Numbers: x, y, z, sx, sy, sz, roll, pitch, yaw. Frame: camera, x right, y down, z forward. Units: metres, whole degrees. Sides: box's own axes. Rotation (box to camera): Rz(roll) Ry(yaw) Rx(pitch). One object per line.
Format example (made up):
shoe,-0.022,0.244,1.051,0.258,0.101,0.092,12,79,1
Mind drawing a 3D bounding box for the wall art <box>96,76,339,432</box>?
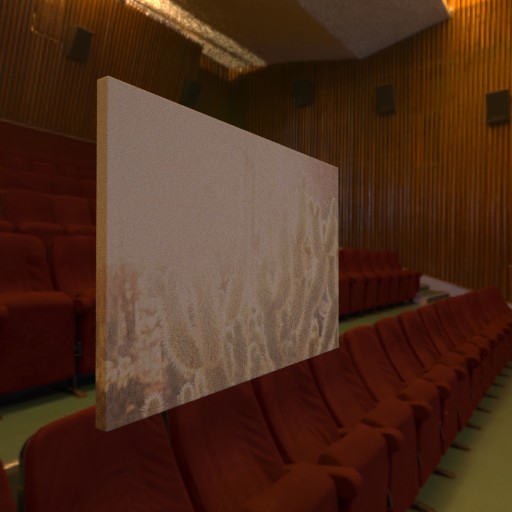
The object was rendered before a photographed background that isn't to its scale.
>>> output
wall art,0.000,0.000,1.417,0.041,0.758,1.142,-1,-1,36
